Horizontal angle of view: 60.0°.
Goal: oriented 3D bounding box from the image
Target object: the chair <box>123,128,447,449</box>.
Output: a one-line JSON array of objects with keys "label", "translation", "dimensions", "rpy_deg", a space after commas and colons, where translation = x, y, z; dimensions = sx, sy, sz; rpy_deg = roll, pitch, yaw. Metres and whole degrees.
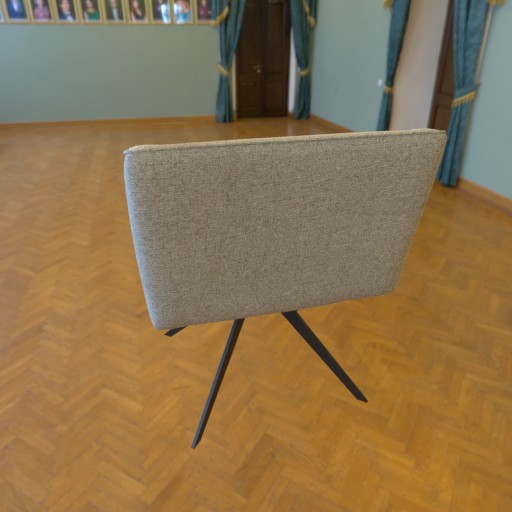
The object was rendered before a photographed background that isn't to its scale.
[{"label": "chair", "translation": [0.000, 0.000, 1.217], "dimensions": [0.628, 0.760, 0.623], "rpy_deg": [-7, 27, -14]}]
